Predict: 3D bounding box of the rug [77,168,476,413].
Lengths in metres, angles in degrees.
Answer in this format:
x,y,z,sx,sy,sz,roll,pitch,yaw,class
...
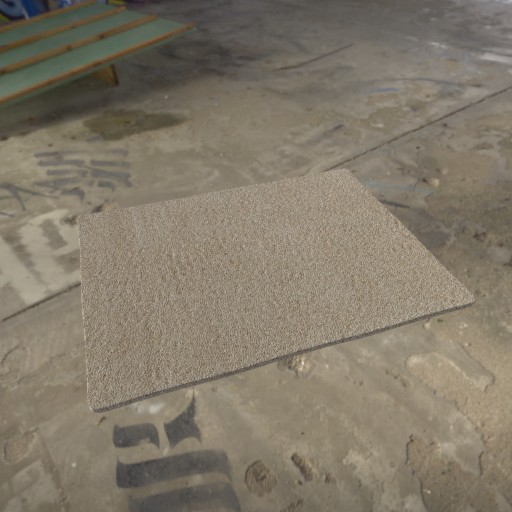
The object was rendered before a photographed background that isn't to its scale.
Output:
x,y,z,sx,sy,sz,roll,pitch,yaw,class
0.000,0.000,2.124,1.600,0.027,1.200,-12,42,-14,rug
